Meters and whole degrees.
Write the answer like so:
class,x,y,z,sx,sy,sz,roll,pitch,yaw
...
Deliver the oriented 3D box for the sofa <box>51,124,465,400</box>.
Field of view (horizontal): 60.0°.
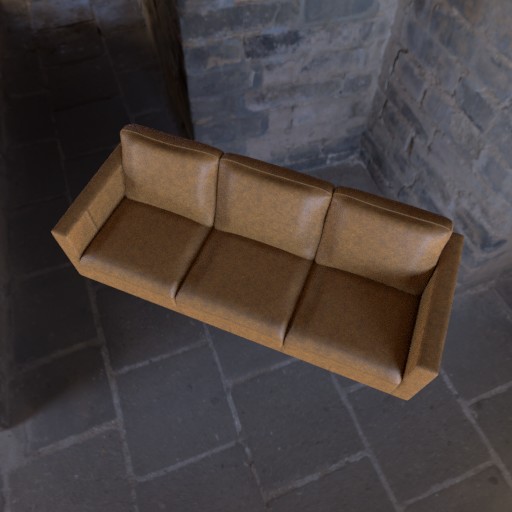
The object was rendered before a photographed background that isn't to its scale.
class,x,y,z,sx,sy,sz,roll,pitch,yaw
sofa,0.000,0.000,2.731,2.231,0.930,0.903,19,60,11
